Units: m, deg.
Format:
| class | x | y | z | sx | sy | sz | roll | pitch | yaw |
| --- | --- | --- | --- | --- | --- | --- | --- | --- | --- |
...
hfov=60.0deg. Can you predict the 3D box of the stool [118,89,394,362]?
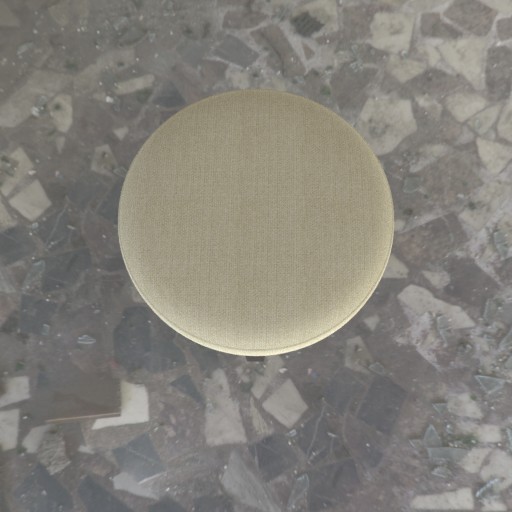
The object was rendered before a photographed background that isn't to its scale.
| class | x | y | z | sx | sy | sz | roll | pitch | yaw |
| --- | --- | --- | --- | --- | --- | --- | --- | --- | --- |
| stool | 0.000 | 0.000 | 0.964 | 0.449 | 0.655 | 0.449 | 0 | 77 | 0 |
